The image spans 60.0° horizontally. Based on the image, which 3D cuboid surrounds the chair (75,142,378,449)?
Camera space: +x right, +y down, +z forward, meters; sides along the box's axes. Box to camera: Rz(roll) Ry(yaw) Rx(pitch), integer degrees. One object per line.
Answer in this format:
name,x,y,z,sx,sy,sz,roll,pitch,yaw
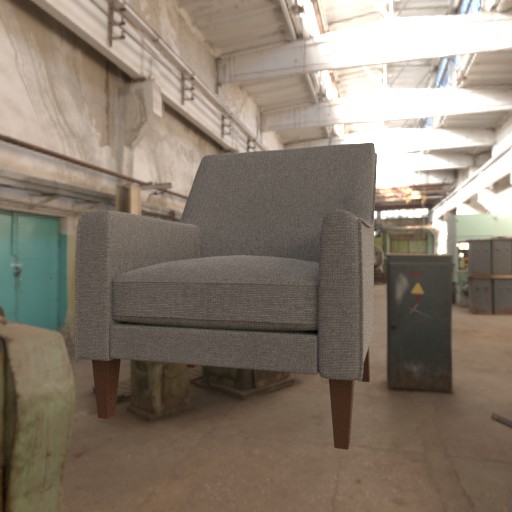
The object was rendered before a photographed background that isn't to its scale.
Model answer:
chair,0.000,0.000,1.527,0.780,0.919,0.899,0,0,17
